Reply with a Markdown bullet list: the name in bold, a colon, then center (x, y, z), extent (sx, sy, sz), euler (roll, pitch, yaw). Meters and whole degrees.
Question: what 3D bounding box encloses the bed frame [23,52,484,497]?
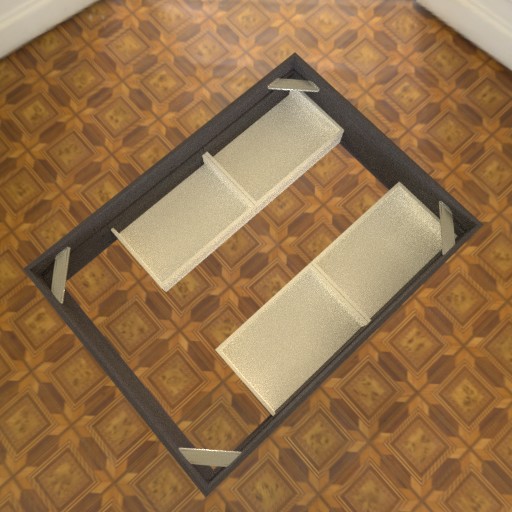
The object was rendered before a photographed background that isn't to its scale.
- **bed frame**: center (0.000, 0.000, 2.510), extent (1.944, 0.459, 1.448), euler (-41, 79, -10)
